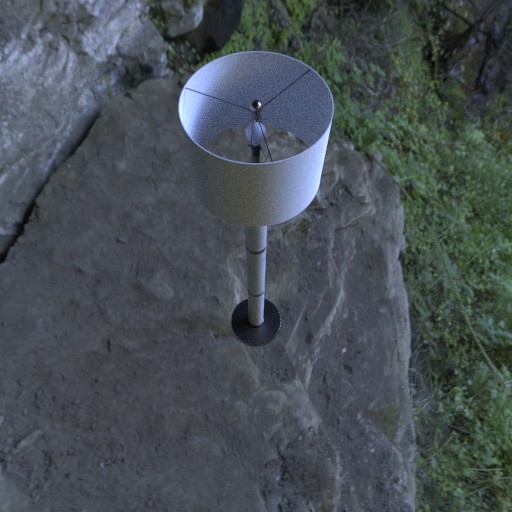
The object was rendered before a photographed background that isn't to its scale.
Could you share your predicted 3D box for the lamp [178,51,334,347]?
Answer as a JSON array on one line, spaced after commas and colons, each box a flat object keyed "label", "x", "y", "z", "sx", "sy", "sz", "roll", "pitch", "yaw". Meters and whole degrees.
[{"label": "lamp", "x": 0.000, "y": 0.000, "z": 1.772, "sx": 0.377, "sy": 1.599, "sz": 0.377, "roll": 16, "pitch": 64, "yaw": 8}]
